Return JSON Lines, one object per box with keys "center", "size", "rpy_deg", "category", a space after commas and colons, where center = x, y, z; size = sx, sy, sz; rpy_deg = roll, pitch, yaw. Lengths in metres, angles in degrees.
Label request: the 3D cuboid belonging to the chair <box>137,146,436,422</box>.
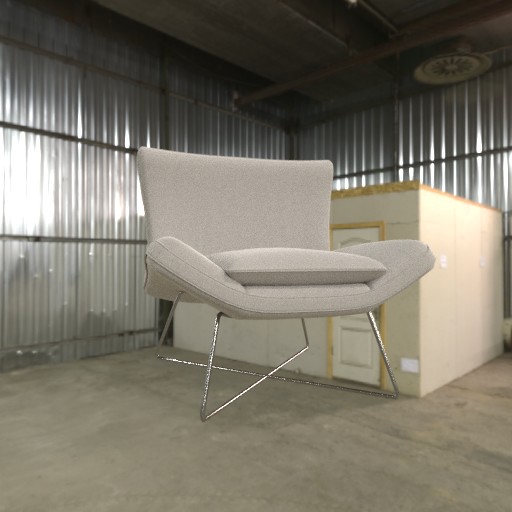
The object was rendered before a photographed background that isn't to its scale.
{"center": [0.000, 0.000, 1.663], "size": [0.859, 0.855, 1.008], "rpy_deg": [0, 0, -18], "category": "chair"}
